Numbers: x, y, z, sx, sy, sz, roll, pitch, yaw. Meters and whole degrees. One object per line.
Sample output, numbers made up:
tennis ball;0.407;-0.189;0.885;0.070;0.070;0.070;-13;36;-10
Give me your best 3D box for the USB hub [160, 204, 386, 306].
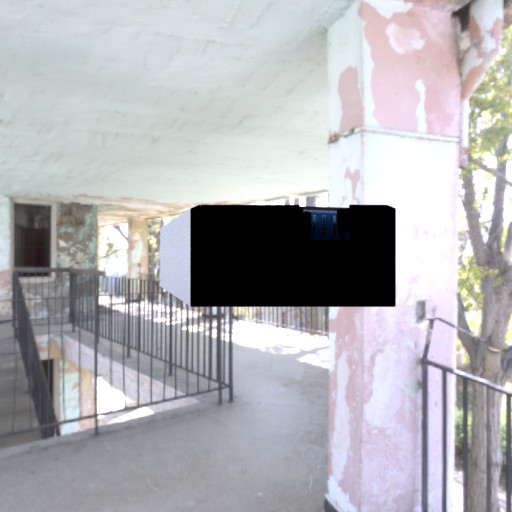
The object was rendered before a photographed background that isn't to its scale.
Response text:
USB hub;0.000;0.000;0.126;0.044;0.023;0.110;0;0;-18
